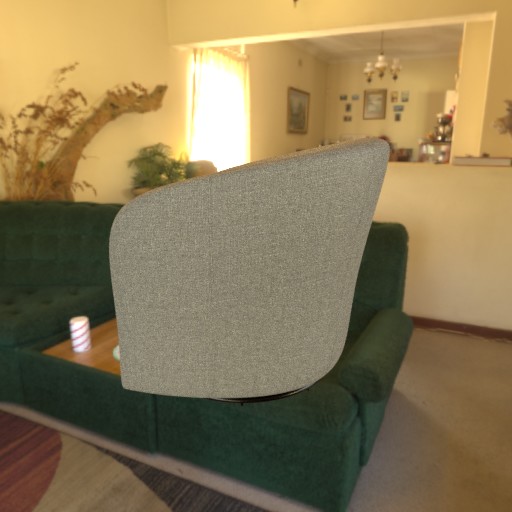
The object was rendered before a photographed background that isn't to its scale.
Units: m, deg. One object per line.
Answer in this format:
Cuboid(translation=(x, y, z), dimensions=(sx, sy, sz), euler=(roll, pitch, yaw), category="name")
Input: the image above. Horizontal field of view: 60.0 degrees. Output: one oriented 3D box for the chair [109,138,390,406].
Cuboid(translation=(0.000, 0.000, 1.499), dimensions=(0.815, 0.771, 0.791), euler=(2, 14, 8), category="chair")
